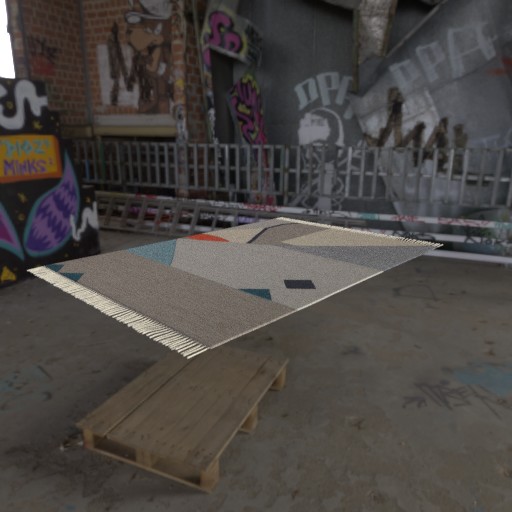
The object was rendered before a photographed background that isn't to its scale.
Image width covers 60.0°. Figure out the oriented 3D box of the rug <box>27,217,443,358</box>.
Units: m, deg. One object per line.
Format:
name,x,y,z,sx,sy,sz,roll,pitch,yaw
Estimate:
rug,0.000,0.000,2.290,1.220,0.005,1.828,14,21,42
